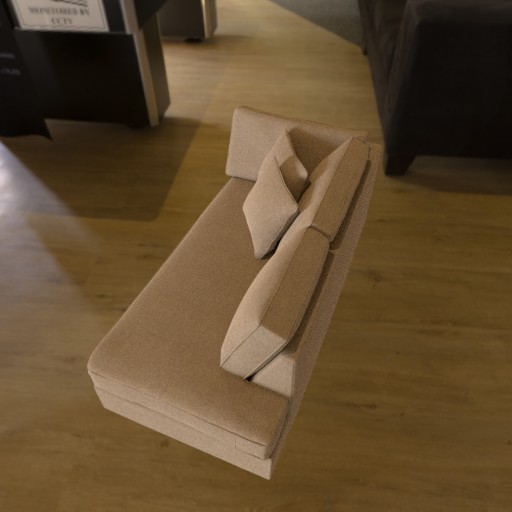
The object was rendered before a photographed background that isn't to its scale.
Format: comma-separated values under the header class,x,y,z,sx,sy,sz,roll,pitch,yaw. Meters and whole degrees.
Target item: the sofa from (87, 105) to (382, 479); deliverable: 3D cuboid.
class,x,y,z,sx,sy,sz,roll,pitch,yaw
sofa,0.000,0.000,2.857,1.110,1.019,2.238,16,47,16
